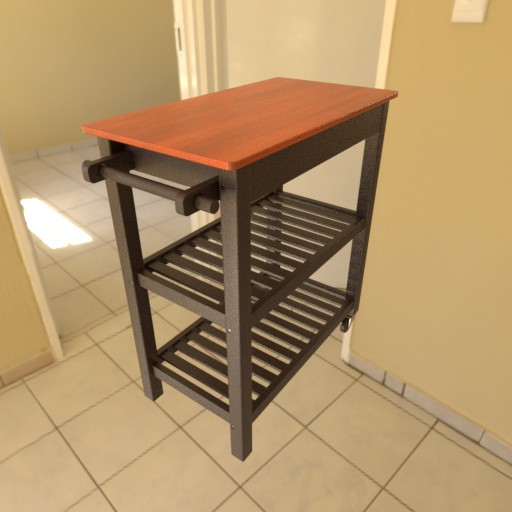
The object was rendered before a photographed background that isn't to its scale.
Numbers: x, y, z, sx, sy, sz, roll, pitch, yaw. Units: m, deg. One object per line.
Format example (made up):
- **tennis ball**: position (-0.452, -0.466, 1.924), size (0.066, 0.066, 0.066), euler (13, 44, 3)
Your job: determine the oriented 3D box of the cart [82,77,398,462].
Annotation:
- **cart**: position (0.000, 0.000, 1.426), size (0.457, 0.927, 0.899), euler (20, 36, 30)
